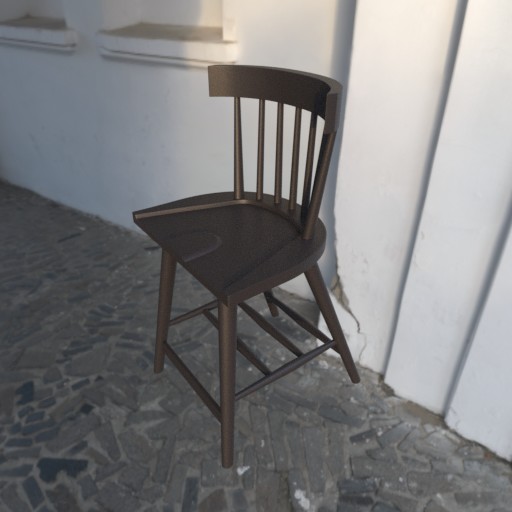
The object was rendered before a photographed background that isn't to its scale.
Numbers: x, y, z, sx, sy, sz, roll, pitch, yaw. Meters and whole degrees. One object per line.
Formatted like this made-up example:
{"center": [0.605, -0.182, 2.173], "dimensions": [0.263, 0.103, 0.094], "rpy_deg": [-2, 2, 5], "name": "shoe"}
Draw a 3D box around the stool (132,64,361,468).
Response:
{"center": [0.000, 0.000, 1.263], "dimensions": [0.549, 0.953, 0.494], "rpy_deg": [-21, 37, -30], "name": "stool"}
